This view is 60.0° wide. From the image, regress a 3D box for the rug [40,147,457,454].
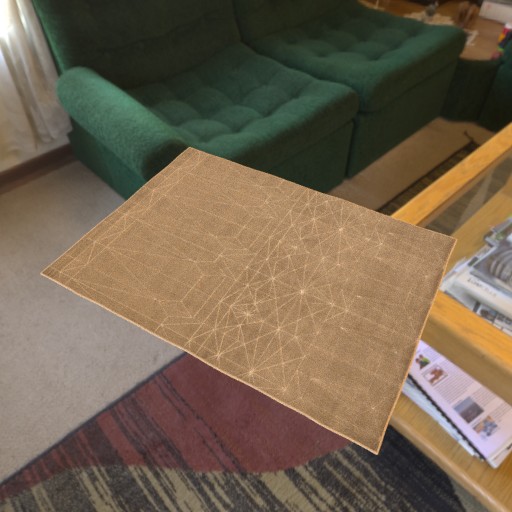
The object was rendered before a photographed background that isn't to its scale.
[{"bbox_3d":[0.000,0.000,4.377,3.357,0.019,2.449,23,51,20],"label":"rug"}]
